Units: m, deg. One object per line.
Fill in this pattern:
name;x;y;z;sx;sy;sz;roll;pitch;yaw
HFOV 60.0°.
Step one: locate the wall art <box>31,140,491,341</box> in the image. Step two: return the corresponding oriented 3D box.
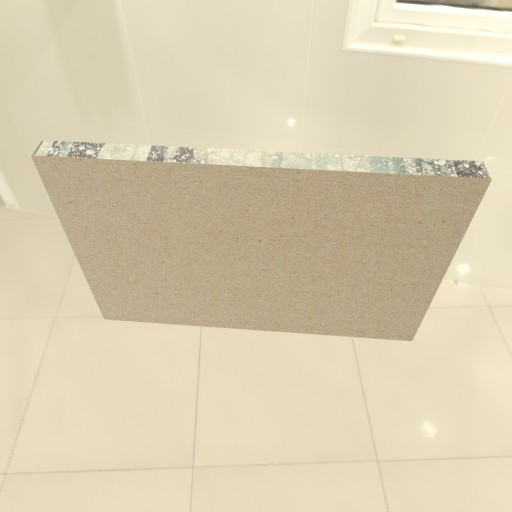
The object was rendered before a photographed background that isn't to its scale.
wall art;0.000;0.000;0.752;0.618;0.398;0.042;4;48;3
